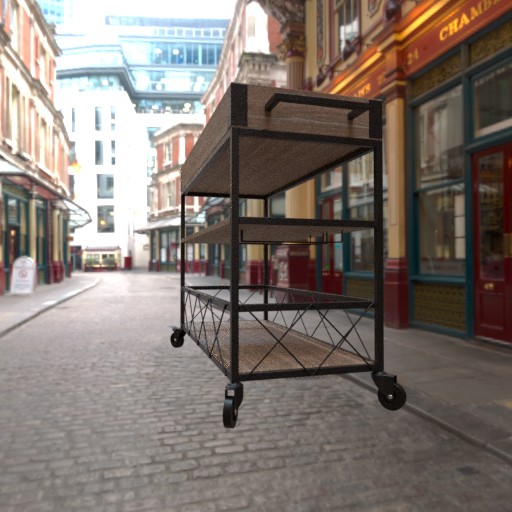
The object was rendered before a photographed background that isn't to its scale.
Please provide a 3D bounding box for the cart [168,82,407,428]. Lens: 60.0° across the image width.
[{"bbox_3d":[0.000,0.000,1.528,0.500,0.787,1.101,0,-1,-17],"label":"cart"}]
